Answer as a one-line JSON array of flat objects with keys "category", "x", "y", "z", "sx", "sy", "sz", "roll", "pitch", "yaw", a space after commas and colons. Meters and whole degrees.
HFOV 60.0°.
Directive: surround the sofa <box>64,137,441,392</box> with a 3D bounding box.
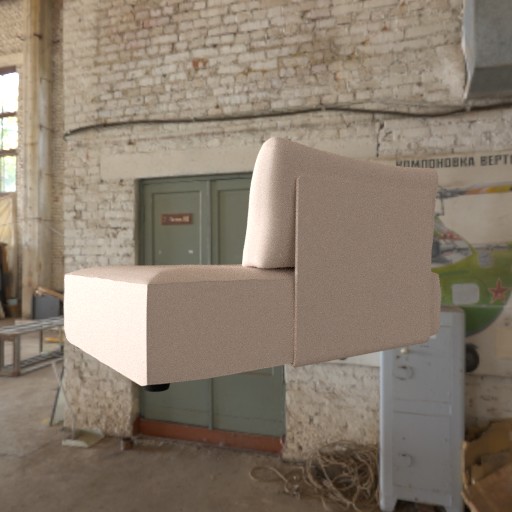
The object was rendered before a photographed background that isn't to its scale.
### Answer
[{"category": "sofa", "x": 0.000, "y": 0.000, "z": 2.046, "sx": 1.450, "sy": 0.820, "sz": 1.000, "roll": 0, "pitch": 0, "yaw": -36}]
